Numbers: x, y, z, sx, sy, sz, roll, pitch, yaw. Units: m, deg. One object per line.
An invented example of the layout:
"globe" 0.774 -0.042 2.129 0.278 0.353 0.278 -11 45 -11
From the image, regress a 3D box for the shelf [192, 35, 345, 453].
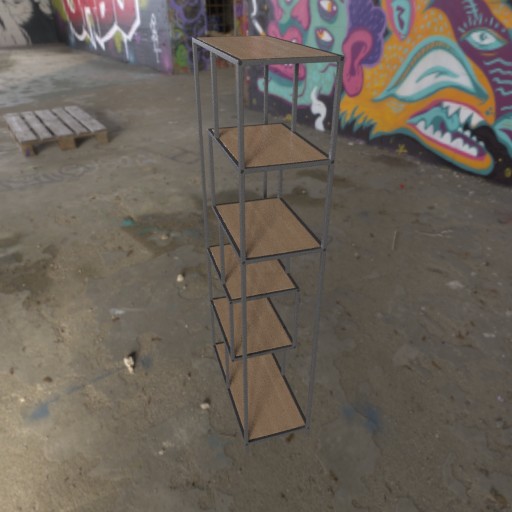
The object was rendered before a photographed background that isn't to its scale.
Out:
"shelf" 0.000 0.000 2.143 0.350 1.850 0.770 -9 32 -15
